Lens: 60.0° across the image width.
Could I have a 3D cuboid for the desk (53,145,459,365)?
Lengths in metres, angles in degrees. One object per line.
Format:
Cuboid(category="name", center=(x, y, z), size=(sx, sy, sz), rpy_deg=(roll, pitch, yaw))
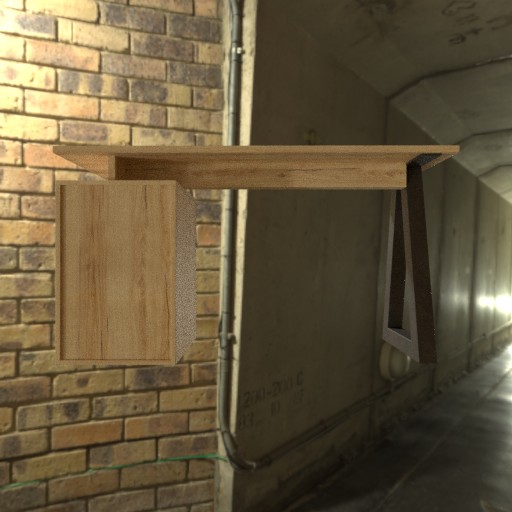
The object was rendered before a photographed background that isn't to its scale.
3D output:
Cuboid(category="desk", center=(0.000, 0.000, 1.800), size=(1.400, 0.760, 0.550), rpy_deg=(0, 0, 0))
